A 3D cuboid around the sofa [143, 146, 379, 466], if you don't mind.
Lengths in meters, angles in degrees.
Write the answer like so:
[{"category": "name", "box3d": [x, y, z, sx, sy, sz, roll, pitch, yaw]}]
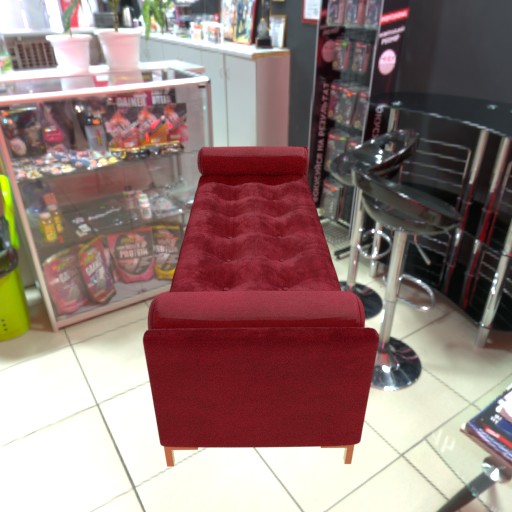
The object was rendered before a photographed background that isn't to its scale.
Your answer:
[{"category": "sofa", "box3d": [0.000, 0.000, 2.464, 0.796, 0.705, 2.102, 0, 31, -1]}]
